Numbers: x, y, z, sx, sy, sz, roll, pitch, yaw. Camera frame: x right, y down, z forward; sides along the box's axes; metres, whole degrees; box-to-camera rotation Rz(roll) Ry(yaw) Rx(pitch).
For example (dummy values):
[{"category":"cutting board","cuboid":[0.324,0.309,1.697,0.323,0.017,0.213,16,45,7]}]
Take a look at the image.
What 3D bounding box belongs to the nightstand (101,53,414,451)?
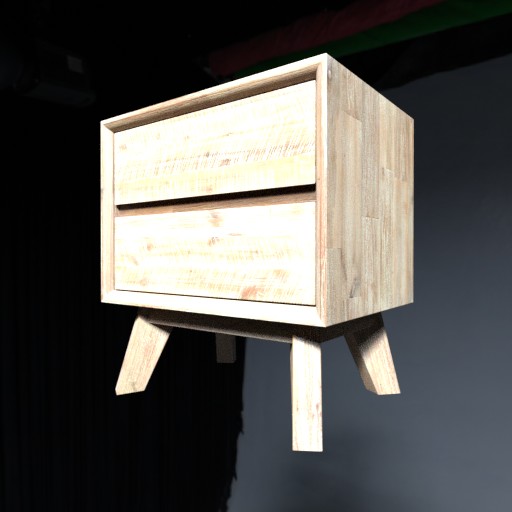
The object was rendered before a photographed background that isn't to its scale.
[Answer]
[{"category":"nightstand","cuboid":[0.000,0.000,0.964,0.552,0.589,0.396,0,0,37]}]
